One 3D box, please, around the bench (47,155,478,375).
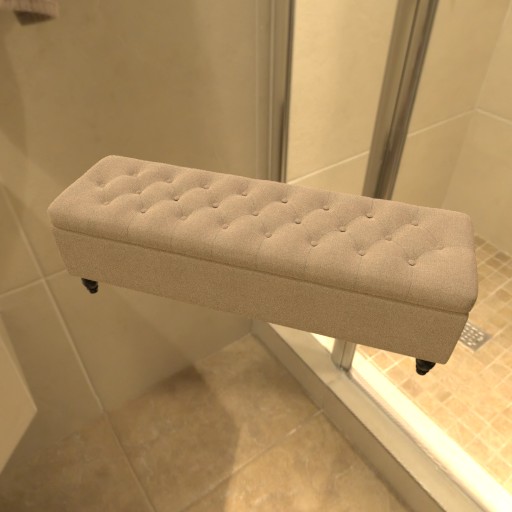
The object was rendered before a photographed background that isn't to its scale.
[{"bbox_3d":[0.000,0.000,1.720,1.480,0.467,0.455,12,42,13],"label":"bench"}]
